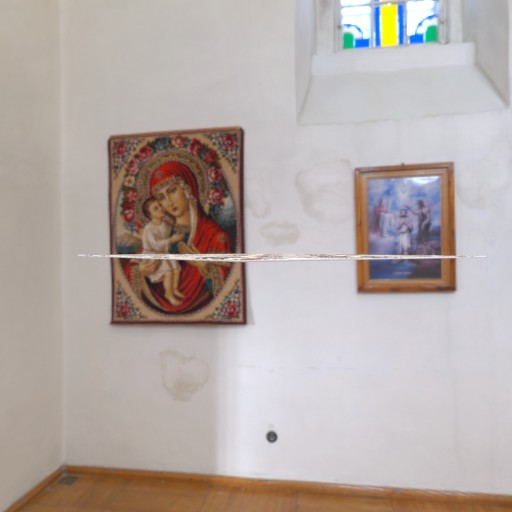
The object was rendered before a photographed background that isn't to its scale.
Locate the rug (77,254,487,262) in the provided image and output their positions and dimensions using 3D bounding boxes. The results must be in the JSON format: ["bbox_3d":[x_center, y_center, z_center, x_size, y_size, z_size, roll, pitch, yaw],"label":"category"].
[{"bbox_3d":[0.000,0.000,4.108,2.423,0.014,3.040,-1,1,-36],"label":"rug"}]
